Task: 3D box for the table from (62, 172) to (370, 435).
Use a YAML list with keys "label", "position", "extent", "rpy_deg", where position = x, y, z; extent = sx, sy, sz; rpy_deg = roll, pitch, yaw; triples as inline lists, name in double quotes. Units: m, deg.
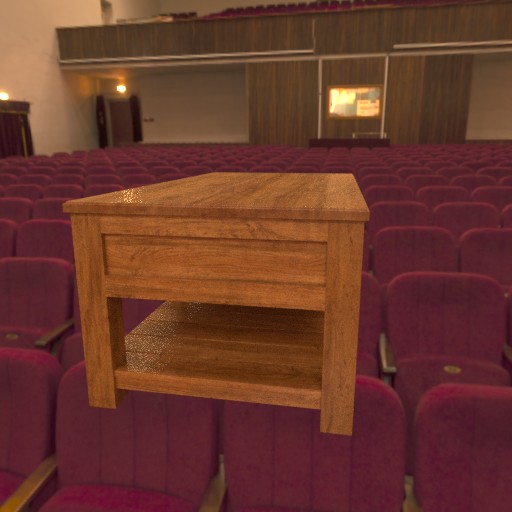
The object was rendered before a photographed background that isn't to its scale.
- label: "table"
  position: [0.000, 0.000, 1.469]
  extent: [0.635, 0.480, 1.150]
  rpy_deg: [3, 14, 10]
